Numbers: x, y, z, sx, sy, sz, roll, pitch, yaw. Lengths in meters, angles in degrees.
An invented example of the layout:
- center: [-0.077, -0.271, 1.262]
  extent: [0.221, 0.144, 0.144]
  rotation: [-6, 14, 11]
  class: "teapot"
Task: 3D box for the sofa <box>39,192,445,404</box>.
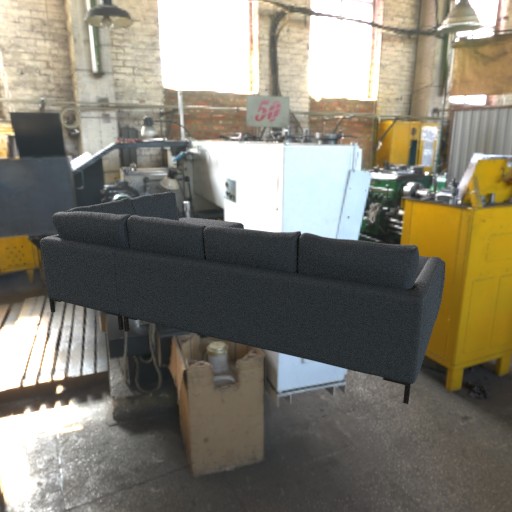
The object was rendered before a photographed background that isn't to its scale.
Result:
- center: [0.000, 0.000, 3.779]
  extent: [2.975, 0.858, 1.984]
  rotation: [8, 17, 26]
  class: "sofa"
